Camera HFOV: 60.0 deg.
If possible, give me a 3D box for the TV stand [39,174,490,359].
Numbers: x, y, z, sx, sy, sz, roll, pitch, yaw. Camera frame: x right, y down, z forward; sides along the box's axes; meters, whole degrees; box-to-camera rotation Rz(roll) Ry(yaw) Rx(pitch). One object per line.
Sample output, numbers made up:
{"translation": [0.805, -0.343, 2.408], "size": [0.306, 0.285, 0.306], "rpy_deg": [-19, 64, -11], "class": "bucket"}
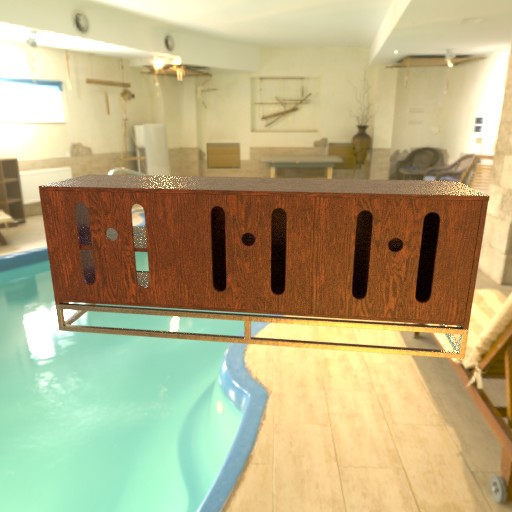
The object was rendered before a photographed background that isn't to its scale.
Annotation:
{"translation": [0.000, 0.000, 1.764], "size": [1.541, 0.578, 0.382], "rpy_deg": [2, 17, 8], "class": "TV stand"}
